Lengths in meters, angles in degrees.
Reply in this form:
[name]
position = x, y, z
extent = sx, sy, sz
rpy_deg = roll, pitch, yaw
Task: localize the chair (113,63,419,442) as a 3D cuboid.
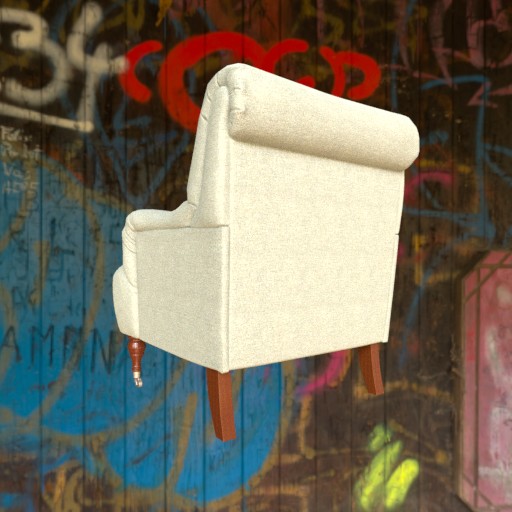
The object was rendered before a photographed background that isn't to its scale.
[chair]
position = 0.000, 0.000, 1.942
extent = 0.964, 1.178, 1.060
rpy_deg = 0, 0, -37
